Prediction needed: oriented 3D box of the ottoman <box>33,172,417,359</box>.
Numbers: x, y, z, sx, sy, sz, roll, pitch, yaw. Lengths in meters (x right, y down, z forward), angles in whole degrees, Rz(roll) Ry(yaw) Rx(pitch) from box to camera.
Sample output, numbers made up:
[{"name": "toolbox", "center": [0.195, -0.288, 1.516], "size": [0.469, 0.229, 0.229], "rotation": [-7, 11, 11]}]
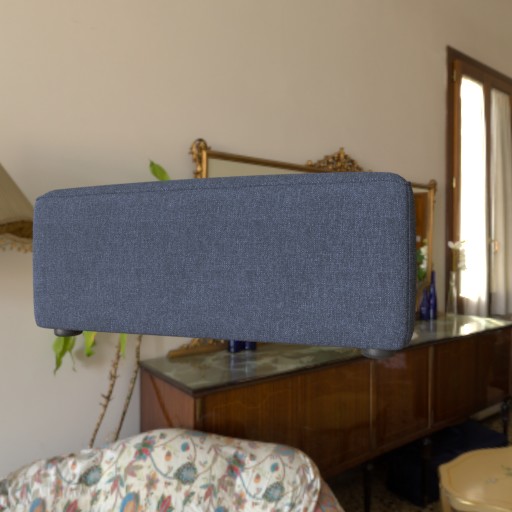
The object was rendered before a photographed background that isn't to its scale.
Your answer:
[{"name": "ottoman", "center": [0.000, 0.000, 1.524], "size": [1.000, 0.439, 1.000], "rotation": [0, 1, 17]}]
